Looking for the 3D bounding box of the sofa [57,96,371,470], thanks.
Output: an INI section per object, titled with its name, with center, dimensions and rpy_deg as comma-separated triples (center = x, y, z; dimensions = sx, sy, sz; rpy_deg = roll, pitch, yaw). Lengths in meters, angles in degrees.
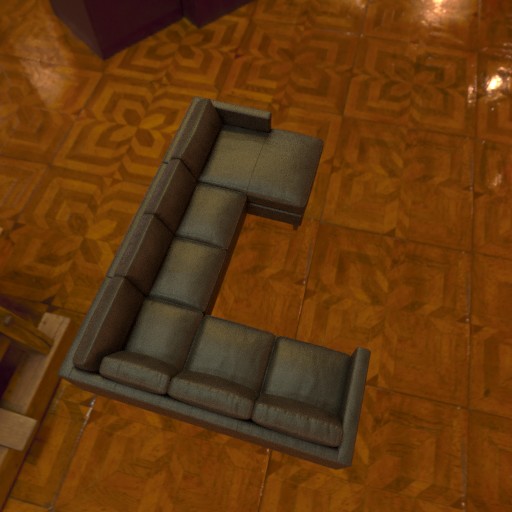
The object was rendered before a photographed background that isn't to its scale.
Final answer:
[sofa]
center = 0.000, 0.000, 4.465
dimensions = 2.452, 0.891, 3.324
rpy_deg = 14, 63, 7
